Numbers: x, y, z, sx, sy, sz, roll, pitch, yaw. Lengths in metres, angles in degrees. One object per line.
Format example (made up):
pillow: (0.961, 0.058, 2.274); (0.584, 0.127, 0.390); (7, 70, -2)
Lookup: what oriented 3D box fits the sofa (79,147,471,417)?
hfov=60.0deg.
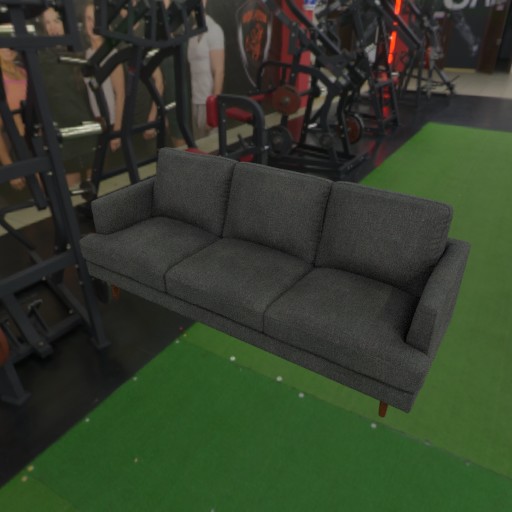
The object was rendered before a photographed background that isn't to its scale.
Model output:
sofa: (0.000, 0.000, 2.695); (2.246, 0.930, 0.903); (18, 34, 29)
